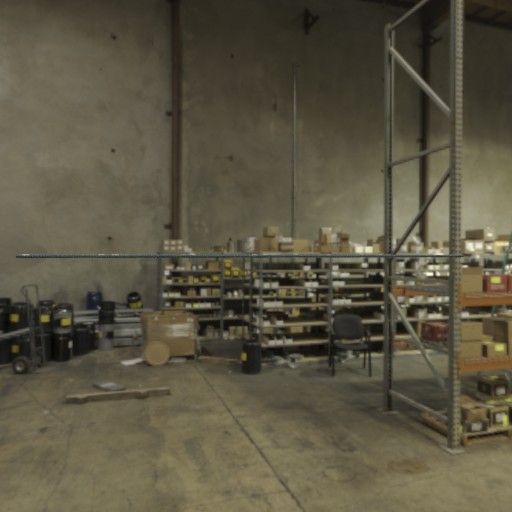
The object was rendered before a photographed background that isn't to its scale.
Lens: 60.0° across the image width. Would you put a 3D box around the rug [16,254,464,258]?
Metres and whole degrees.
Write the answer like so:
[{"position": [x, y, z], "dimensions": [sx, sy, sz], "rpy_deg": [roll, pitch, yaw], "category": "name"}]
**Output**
[{"position": [0.000, 0.000, 2.474], "dimensions": [2.276, 0.014, 0.678], "rpy_deg": [0, 0, -19], "category": "rug"}]
